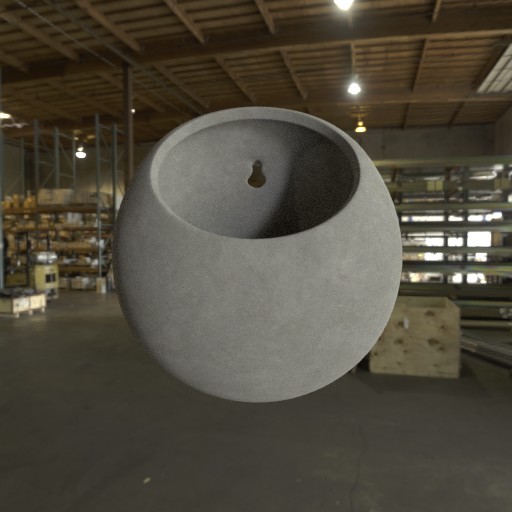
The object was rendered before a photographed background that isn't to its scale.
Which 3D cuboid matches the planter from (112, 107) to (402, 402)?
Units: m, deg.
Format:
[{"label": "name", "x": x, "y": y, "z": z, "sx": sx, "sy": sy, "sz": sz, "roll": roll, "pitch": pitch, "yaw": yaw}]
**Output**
[{"label": "planter", "x": 0.000, "y": 0.000, "z": 0.284, "sx": 0.185, "sy": 0.188, "sz": 0.071, "roll": 0, "pitch": 2, "yaw": 1}]
